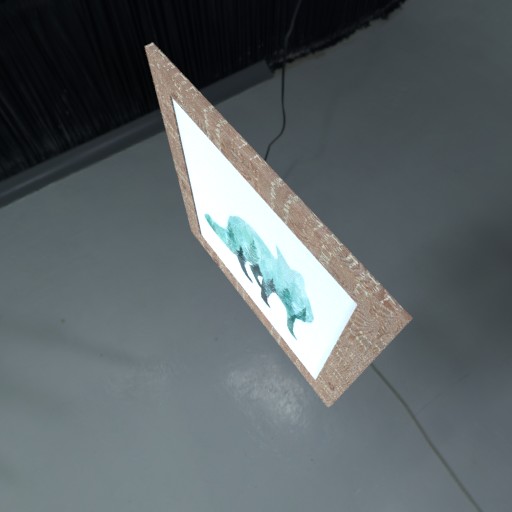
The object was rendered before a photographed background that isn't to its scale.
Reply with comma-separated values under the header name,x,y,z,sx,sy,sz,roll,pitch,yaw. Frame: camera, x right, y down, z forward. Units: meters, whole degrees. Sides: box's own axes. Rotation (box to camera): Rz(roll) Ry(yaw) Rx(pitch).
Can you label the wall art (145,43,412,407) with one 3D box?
name,x,y,z,sx,sy,sz,roll,pitch,yaw
wall art,0.000,0.000,0.571,0.012,0.384,0.384,-33,67,-16
